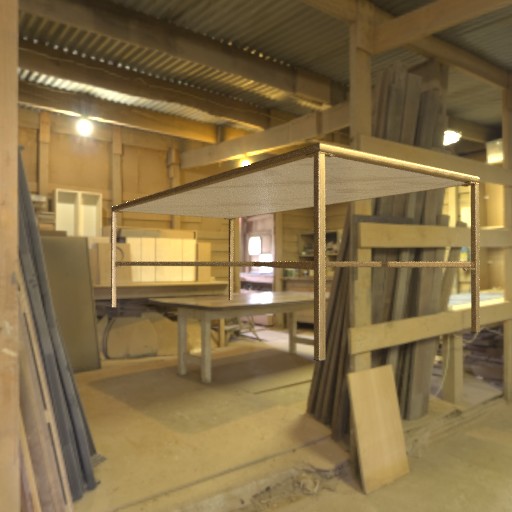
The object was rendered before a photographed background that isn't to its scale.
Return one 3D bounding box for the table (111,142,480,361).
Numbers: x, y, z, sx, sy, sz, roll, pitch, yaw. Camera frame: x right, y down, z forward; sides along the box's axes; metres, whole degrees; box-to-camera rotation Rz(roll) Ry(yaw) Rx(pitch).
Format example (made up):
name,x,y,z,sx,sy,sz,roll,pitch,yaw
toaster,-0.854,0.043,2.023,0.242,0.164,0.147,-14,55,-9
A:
name,x,y,z,sx,sy,sz,roll,pitch,yaw
table,0.000,0.000,1.470,0.577,0.405,1.197,1,-1,-36
